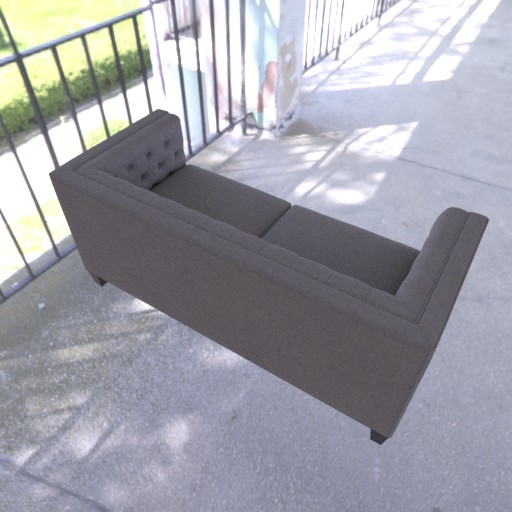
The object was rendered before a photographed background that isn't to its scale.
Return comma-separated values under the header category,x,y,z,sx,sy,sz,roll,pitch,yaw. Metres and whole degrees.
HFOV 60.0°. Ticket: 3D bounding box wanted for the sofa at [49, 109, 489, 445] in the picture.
category,x,y,z,sx,sy,sz,roll,pitch,yaw
sofa,0.000,0.000,2.176,1.778,0.762,0.775,24,50,22
